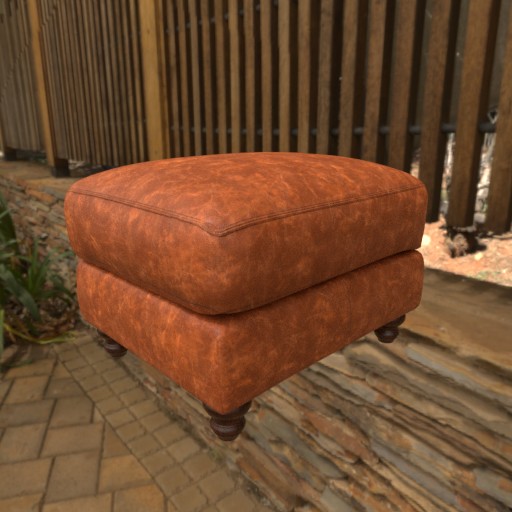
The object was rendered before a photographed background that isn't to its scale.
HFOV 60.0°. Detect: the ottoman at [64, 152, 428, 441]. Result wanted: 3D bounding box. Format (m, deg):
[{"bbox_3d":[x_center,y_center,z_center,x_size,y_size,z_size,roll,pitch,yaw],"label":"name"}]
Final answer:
[{"bbox_3d":[0.000,0.000,1.240,0.832,0.562,0.657,-15,22,-42],"label":"ottoman"}]
